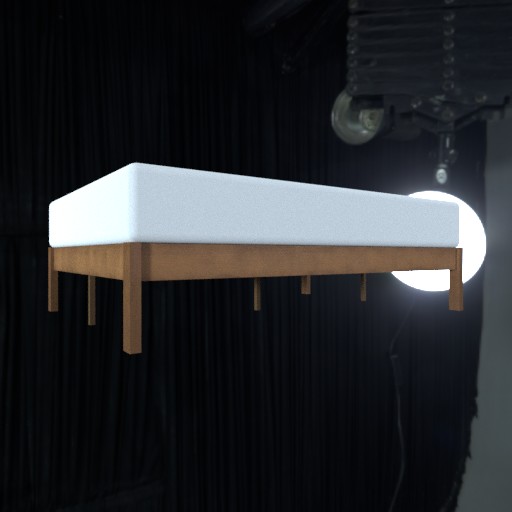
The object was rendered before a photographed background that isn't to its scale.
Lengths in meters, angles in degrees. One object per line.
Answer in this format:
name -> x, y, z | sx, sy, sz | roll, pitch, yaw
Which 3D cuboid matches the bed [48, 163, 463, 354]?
bed -> 0.000, 0.000, 2.514 | 1.927, 0.616, 1.348 | 0, 0, -35
